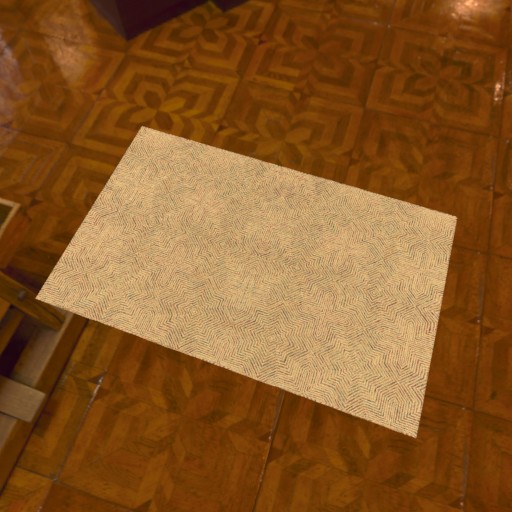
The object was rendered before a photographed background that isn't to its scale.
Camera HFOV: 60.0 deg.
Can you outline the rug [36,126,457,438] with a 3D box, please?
[{"bbox_3d":[0.000,0.000,2.946,2.428,0.007,1.519,18,65,9],"label":"rug"}]
